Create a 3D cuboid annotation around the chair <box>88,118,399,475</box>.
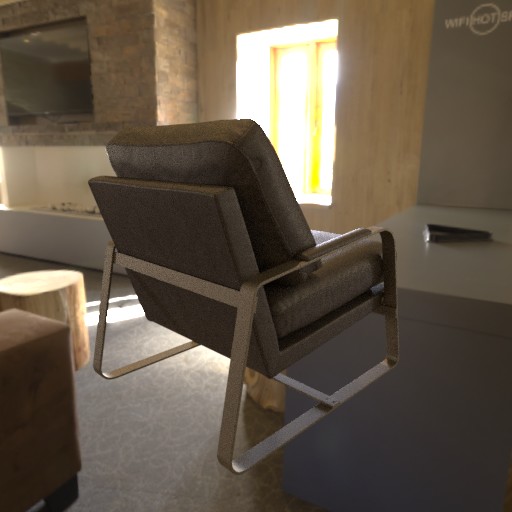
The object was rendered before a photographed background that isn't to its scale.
[{"bbox_3d":[0.000,0.000,1.488,0.692,0.839,0.878,13,19,43],"label":"chair"}]
